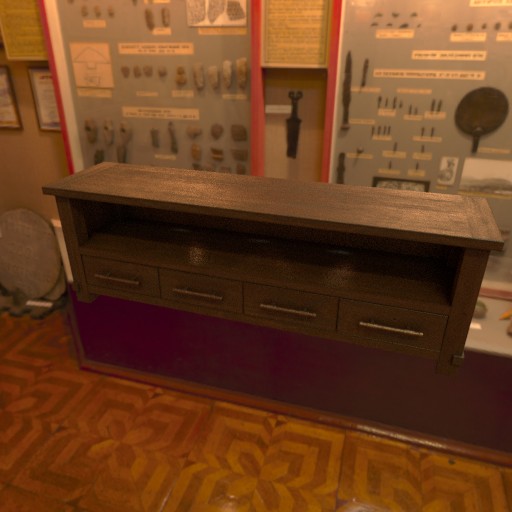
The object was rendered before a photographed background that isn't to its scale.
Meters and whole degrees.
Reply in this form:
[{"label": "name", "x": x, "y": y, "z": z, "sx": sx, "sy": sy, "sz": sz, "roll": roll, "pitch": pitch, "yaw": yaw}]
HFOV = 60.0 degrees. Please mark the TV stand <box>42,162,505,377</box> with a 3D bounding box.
[{"label": "TV stand", "x": 0.000, "y": 0.000, "z": 2.042, "sx": 1.866, "sy": 0.615, "sz": 0.471, "roll": 8, "pitch": 28, "yaw": 16}]
